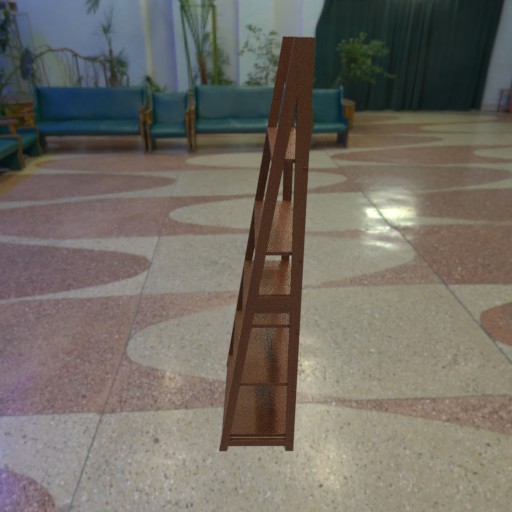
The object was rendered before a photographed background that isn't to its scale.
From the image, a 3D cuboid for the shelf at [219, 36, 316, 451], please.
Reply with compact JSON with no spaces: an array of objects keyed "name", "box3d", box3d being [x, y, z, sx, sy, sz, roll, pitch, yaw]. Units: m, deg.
[{"name":"shelf","box3d":[0.000,0.000,2.007,0.356,1.780,0.630,0,26,0]}]
